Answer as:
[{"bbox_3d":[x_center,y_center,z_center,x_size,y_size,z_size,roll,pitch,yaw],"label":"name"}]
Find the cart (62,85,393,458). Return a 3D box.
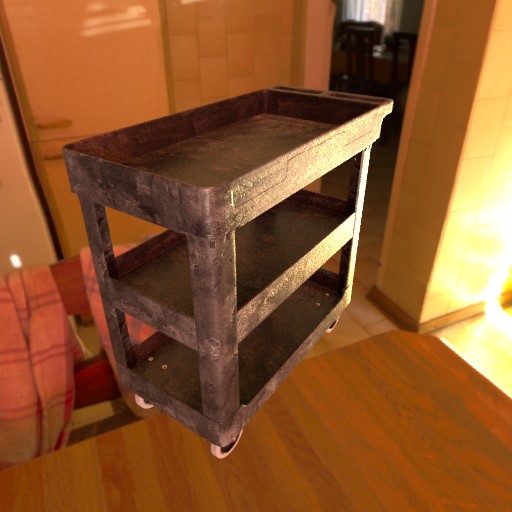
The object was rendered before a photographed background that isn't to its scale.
[{"bbox_3d":[0.000,0.000,1.348,0.420,0.824,0.877,20,36,29],"label":"cart"}]
